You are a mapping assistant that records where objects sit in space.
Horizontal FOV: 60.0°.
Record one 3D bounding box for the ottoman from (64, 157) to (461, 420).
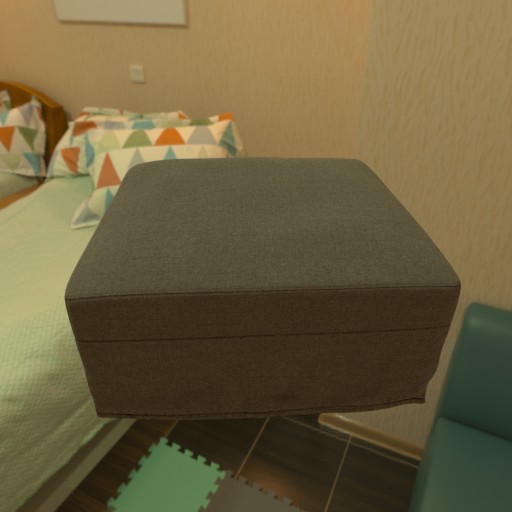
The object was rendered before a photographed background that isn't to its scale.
[{"bbox_3d":[0.000,0.000,1.324,0.840,0.436,0.843,-2,30,-3],"label":"ottoman"}]
